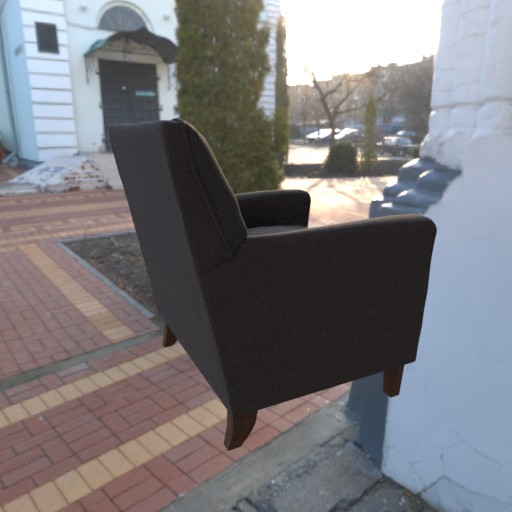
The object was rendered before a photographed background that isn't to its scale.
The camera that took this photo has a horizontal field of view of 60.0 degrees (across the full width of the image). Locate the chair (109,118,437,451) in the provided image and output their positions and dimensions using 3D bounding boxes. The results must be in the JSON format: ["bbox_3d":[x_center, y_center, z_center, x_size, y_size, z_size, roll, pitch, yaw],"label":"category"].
[{"bbox_3d":[0.000,0.000,1.575,0.831,0.911,0.836,-7,17,-25],"label":"chair"}]
